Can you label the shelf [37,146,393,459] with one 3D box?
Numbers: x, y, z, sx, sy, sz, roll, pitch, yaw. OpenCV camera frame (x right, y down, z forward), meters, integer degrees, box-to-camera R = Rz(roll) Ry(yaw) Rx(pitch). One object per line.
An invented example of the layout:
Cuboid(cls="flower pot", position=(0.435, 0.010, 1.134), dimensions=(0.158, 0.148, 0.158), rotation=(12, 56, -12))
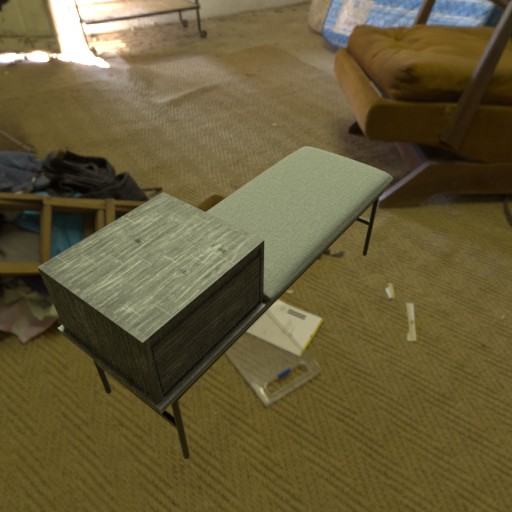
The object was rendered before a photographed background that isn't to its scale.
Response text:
Cuboid(cls="shelf", position=(0.000, 0.000, 1.642), dimensions=(0.457, 0.633, 1.342), rotation=(27, 48, 27))
